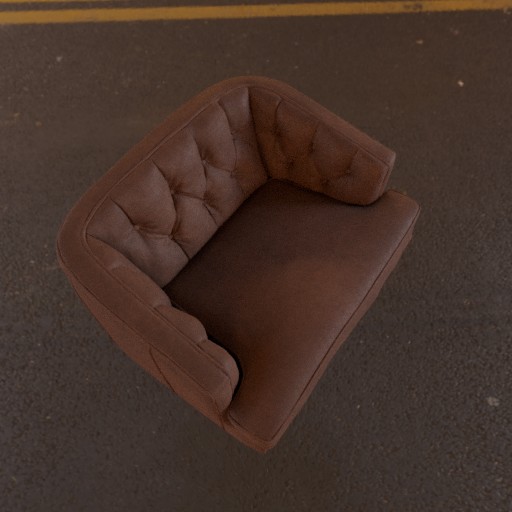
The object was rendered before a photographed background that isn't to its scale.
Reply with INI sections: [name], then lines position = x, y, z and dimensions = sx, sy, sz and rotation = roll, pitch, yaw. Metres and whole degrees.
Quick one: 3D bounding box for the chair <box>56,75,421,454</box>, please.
[chair]
position = 0.000, 0.000, 1.695
dimensions = 0.914, 0.787, 1.118
rotation = 31, 64, 17
